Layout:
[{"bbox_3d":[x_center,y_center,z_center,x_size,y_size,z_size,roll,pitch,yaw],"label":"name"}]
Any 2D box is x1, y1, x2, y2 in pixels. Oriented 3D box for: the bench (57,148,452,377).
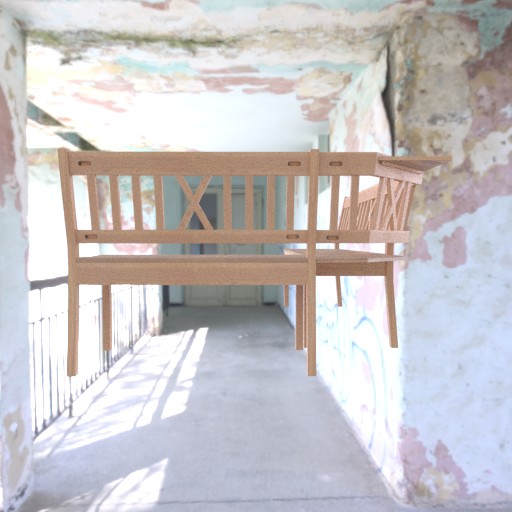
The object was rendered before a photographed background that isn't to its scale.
[{"bbox_3d":[0.000,0.000,2.685,1.537,0.902,1.937,0,2,-1],"label":"bench"}]
